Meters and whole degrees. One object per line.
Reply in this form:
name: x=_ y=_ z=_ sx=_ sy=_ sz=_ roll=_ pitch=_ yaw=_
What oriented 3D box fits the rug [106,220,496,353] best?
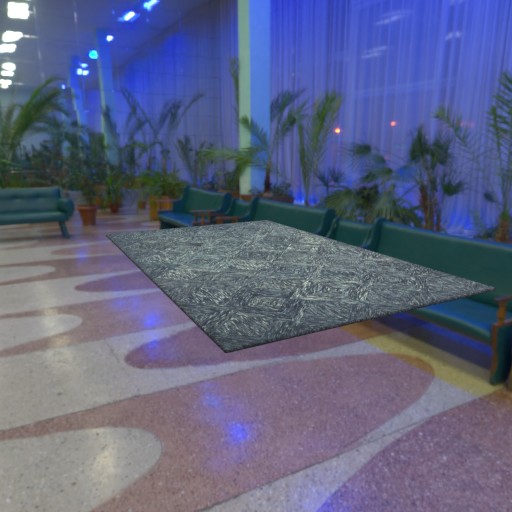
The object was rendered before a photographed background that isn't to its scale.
rug: x=0.000 y=0.000 z=2.871 sx=1.478 sy=0.017 sz=2.330 roll=-7 pitch=16 yaw=-27
